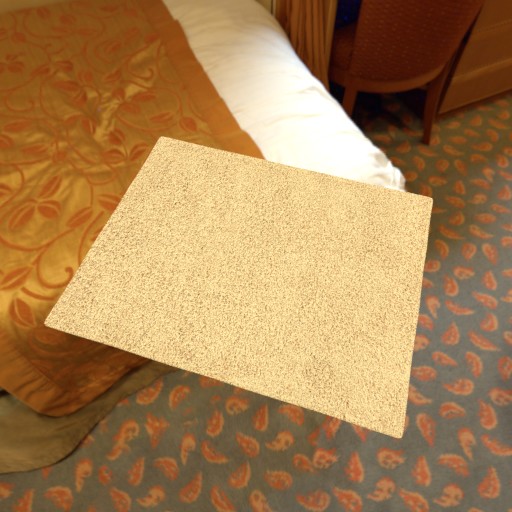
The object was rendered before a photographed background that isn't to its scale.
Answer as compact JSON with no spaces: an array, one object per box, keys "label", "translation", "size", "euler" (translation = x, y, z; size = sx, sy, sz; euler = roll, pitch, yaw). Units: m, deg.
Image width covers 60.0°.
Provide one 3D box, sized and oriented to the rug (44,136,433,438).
[{"label":"rug","translation":[0.000,0.000,4.168],"size":[3.047,0.029,2.438],"euler":[15,58,9]}]
